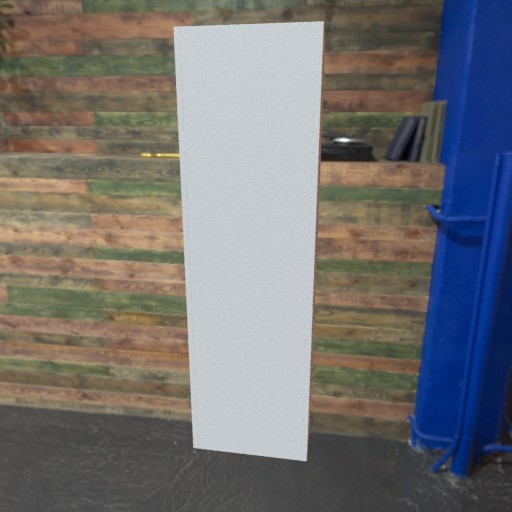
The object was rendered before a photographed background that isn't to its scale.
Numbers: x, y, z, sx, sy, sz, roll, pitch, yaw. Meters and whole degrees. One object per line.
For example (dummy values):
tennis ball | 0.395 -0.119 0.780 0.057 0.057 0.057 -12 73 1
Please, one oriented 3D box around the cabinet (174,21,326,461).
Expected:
cabinet | 0.000 0.000 1.492 0.400 1.350 0.300 3 17 9
